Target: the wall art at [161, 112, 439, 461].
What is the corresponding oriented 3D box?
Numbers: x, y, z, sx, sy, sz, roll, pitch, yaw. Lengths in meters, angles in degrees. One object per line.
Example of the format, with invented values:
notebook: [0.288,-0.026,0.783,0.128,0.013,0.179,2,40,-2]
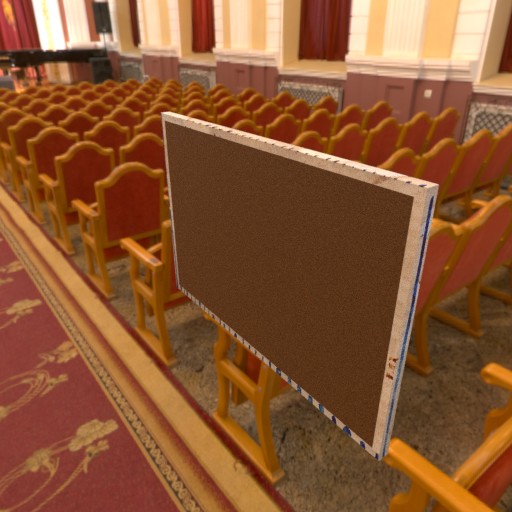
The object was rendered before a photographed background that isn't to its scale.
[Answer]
wall art: [0.000,0.000,1.152,0.030,0.609,0.919,-18,32,-32]
